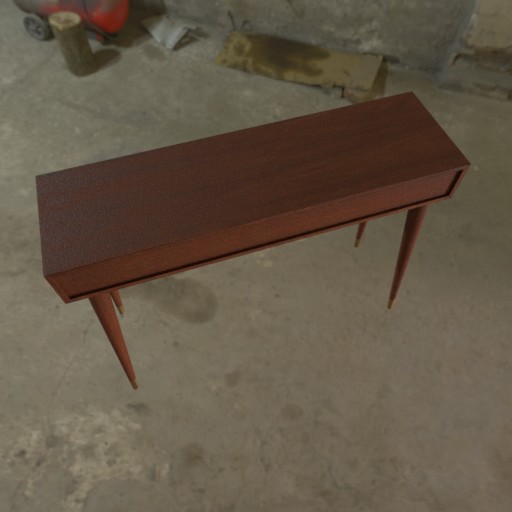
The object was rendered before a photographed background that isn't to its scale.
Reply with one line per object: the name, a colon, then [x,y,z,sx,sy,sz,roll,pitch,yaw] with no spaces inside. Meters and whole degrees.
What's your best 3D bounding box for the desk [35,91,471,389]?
desk: [0.000,0.000,1.655,1.204,0.917,0.384,-15,59,-10]
